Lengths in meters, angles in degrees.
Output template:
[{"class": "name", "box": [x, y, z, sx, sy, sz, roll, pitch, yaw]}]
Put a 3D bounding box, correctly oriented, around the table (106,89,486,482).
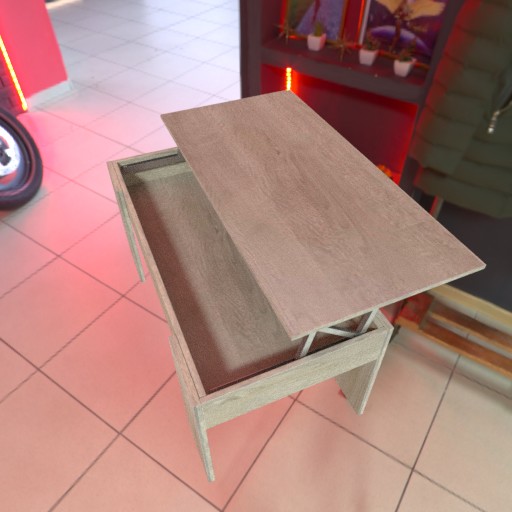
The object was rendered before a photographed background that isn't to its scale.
[{"class": "table", "box": [0.000, 0.000, 1.435, 0.711, 0.570, 1.000, -17, 47, -16]}]
